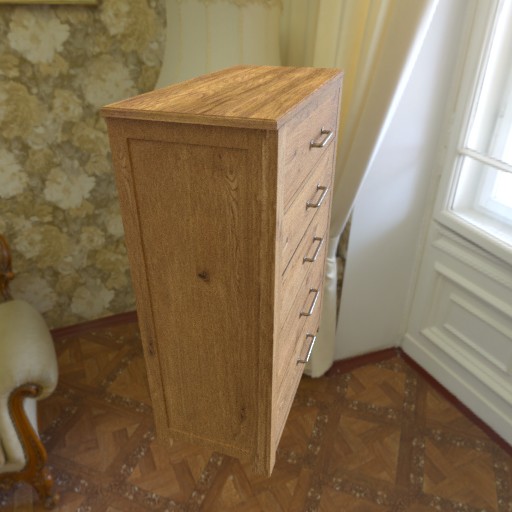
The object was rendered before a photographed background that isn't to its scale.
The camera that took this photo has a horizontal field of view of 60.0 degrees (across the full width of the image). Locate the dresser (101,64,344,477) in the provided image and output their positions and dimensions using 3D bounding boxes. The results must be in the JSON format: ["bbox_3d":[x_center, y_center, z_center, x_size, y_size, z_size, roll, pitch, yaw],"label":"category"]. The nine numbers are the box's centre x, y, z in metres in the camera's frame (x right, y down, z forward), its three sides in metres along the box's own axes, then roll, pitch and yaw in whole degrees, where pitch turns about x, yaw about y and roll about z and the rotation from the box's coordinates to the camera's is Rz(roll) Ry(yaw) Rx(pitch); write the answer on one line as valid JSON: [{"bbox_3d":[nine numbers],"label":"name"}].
[{"bbox_3d":[0.000,0.000,1.955,0.558,1.431,1.081,9,31,16],"label":"dresser"}]
